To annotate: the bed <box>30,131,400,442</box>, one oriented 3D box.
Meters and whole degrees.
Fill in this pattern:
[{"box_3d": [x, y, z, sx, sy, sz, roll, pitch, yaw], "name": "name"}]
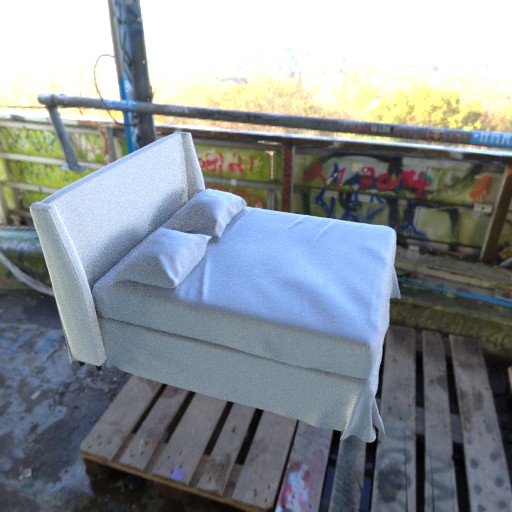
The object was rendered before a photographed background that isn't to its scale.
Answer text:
[{"box_3d": [0.000, 0.000, 3.446, 2.276, 1.332, 1.925, 10, 31, 17], "name": "bed"}]
